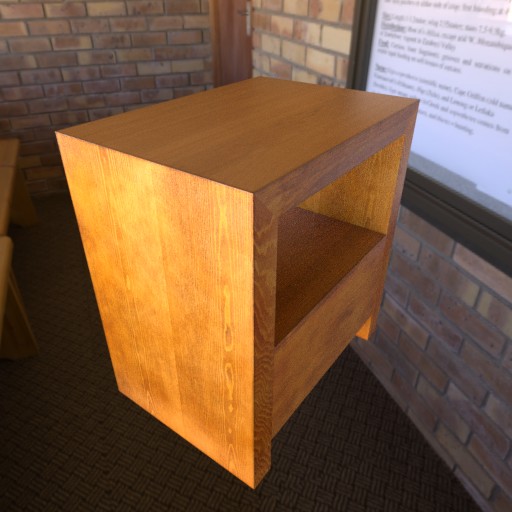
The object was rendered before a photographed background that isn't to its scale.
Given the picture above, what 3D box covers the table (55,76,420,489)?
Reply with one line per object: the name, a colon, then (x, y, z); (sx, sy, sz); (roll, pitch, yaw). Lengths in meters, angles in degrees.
table: (0.000, 0.000, 0.954); (0.400, 0.605, 0.550); (22, 39, 30)
